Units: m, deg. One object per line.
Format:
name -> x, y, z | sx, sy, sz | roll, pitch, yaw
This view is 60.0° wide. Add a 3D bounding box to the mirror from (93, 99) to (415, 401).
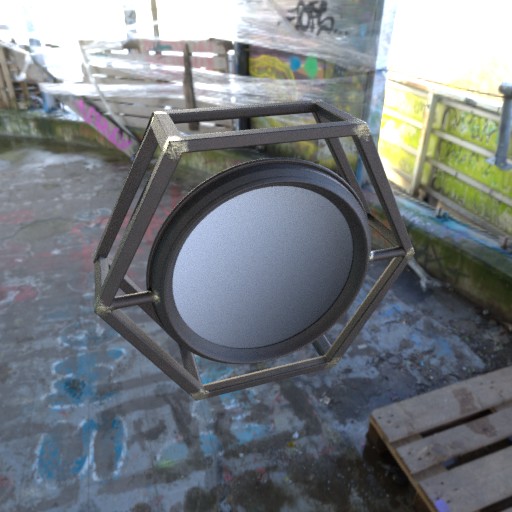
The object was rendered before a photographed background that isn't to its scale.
mirror -> 0.000, 0.000, 0.544 | 0.380, 0.334, 0.119 | -10, 33, -15
